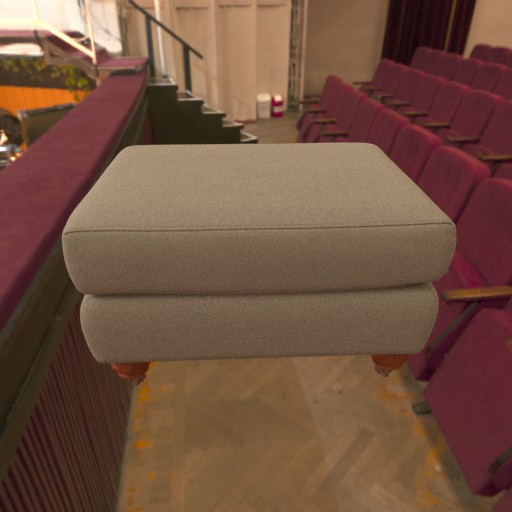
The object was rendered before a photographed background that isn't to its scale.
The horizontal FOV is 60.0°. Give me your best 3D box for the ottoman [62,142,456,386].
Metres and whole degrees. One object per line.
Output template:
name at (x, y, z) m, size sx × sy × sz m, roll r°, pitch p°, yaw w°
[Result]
ottoman at (0.000, 0.000, 1.152) m, size 0.773 × 0.499 × 0.569 m, roll -1°, pitch 29°, yaw -2°
